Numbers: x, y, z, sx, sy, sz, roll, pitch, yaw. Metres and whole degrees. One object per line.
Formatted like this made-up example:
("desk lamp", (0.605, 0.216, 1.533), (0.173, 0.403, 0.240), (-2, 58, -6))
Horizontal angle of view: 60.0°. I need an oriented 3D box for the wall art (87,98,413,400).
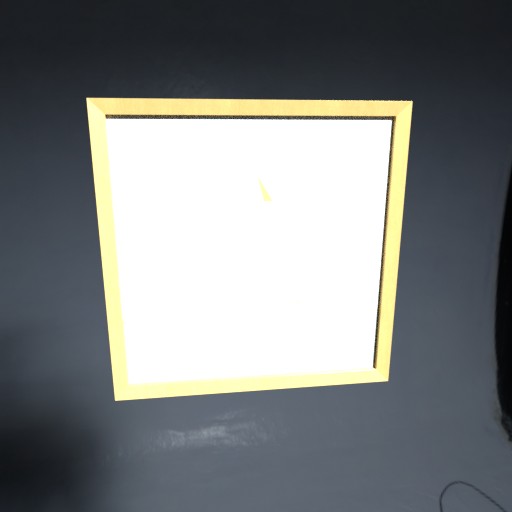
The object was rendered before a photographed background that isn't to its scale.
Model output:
("wall art", (0.000, 0.000, 2.913), (1.935, 1.936, 0.097), (-2, 15, -7))
